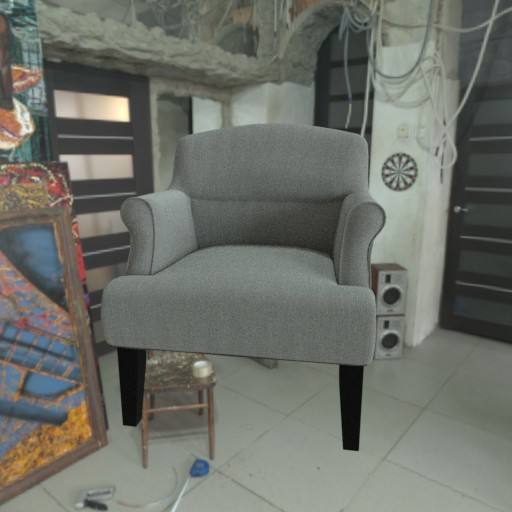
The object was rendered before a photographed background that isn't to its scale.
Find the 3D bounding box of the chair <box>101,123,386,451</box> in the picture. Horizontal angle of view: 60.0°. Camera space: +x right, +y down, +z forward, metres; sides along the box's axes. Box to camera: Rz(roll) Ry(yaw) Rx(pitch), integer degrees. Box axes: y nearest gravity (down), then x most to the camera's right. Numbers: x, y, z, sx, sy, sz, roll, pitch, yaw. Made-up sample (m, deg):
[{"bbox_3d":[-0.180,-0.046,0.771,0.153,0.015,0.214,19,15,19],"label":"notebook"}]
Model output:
[{"bbox_3d":[0.000,0.000,1.451,0.772,0.880,0.755,2,13,10],"label":"chair"}]
